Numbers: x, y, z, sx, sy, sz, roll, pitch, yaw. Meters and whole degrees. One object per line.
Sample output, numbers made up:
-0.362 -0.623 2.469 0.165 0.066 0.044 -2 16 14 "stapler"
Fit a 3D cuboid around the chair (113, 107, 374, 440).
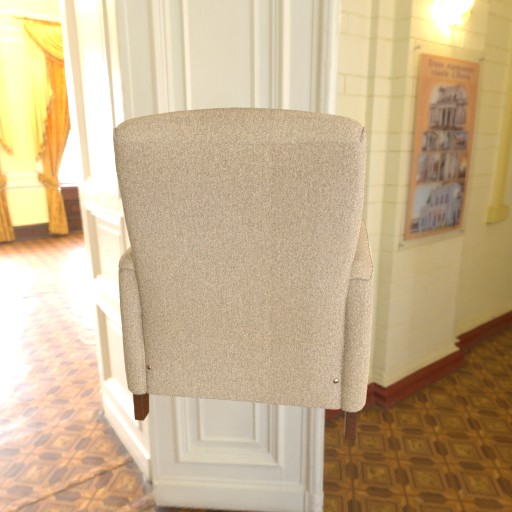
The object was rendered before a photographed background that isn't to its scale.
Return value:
0.000 0.000 1.673 0.848 1.014 0.864 2 15 8 "chair"
